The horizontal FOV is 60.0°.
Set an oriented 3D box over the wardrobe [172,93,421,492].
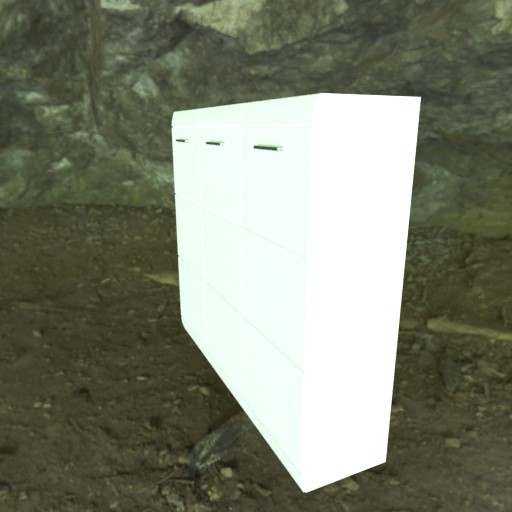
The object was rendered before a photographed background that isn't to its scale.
[{"bbox_3d":[0.000,0.000,1.876,0.360,1.200,1.340,-7,18,-24],"label":"wardrobe"}]
